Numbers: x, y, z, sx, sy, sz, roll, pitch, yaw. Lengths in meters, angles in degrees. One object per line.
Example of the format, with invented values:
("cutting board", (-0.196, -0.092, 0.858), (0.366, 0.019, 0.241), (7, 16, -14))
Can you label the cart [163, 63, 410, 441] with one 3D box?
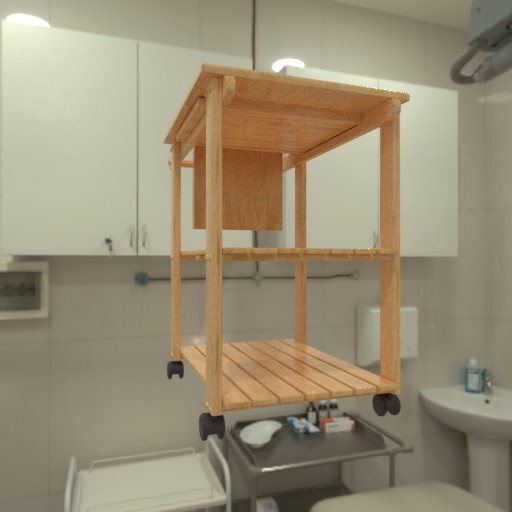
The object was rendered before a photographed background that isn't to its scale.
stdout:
("cart", (0.000, 0.000, 1.385), (0.520, 0.816, 0.843), (0, 0, -19))
